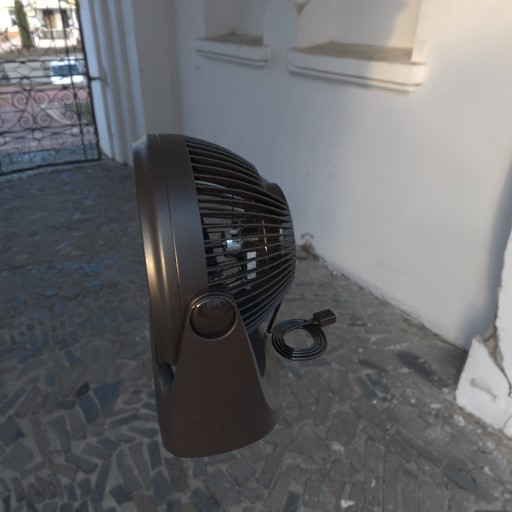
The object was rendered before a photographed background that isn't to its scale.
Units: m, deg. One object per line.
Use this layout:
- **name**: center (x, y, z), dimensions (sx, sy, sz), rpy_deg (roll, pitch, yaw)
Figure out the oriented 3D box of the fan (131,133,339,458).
- **fan**: center (0.000, 0.000, 0.496), dimensions (0.256, 0.277, 0.273), rpy_deg (-7, 30, -13)
